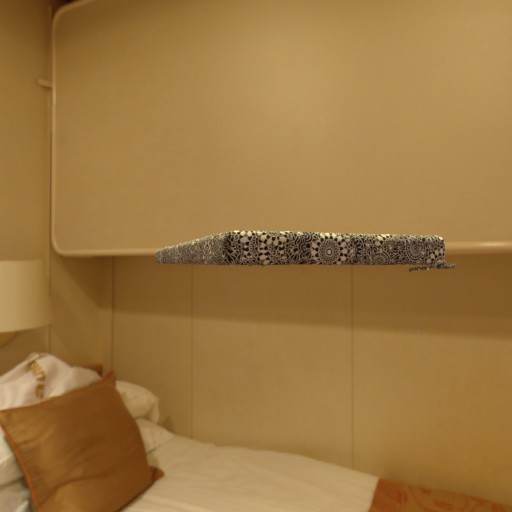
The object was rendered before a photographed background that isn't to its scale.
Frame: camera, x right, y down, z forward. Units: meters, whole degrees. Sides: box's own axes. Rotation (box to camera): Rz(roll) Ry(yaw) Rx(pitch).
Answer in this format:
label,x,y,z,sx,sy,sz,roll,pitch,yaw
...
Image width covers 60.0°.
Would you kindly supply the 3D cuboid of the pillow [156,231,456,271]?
label,x,y,z,sx,sy,sz,roll,pitch,yaw
pillow,0.000,0.000,1.351,0.492,0.081,1.187,0,-1,-18
